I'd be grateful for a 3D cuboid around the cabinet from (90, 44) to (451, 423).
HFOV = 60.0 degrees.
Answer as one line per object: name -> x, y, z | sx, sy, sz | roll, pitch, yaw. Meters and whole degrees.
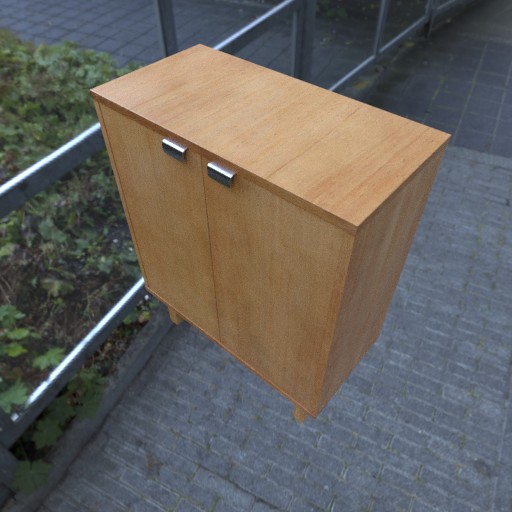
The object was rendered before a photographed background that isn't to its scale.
cabinet -> 0.000, 0.000, 1.423 | 0.800, 1.001, 0.419 | 32, 54, 27
